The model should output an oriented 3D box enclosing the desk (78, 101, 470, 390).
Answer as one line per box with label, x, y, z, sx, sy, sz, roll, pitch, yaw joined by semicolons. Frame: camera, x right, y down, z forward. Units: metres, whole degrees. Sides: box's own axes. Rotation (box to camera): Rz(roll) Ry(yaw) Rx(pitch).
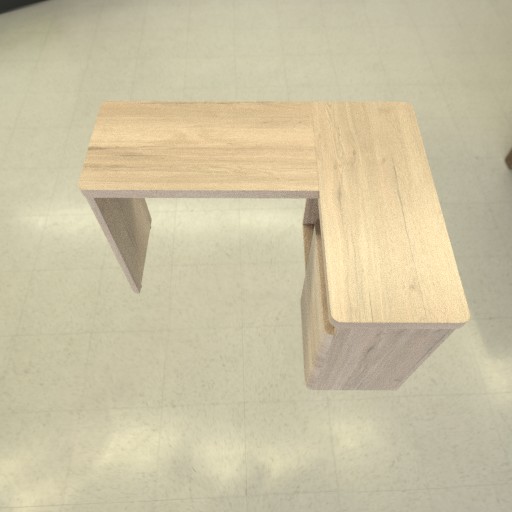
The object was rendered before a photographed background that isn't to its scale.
desk;0.000;0.000;1.754;1.169;0.760;0.900;0;58;0
